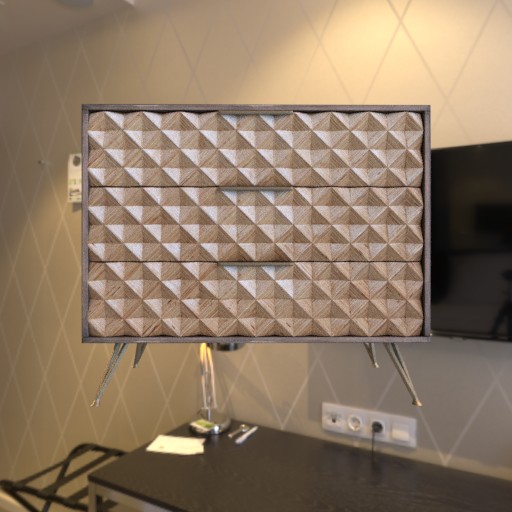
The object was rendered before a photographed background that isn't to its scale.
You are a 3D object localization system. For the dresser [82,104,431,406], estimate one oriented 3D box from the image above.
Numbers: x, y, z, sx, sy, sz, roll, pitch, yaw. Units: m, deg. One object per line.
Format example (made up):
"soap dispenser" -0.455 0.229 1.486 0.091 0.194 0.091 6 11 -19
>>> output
"dresser" 0.000 0.000 1.389 0.923 0.801 0.453 0 0 0
